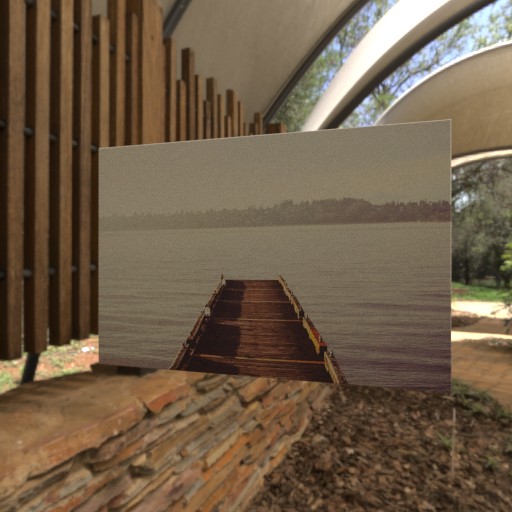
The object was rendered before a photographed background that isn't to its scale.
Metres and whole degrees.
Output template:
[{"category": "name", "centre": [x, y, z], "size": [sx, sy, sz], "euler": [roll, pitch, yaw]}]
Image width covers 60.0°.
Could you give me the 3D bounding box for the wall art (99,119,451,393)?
[{"category": "wall art", "centre": [0.000, 0.000, 1.132], "size": [0.916, 0.609, 0.037], "euler": [0, 0, 17]}]
